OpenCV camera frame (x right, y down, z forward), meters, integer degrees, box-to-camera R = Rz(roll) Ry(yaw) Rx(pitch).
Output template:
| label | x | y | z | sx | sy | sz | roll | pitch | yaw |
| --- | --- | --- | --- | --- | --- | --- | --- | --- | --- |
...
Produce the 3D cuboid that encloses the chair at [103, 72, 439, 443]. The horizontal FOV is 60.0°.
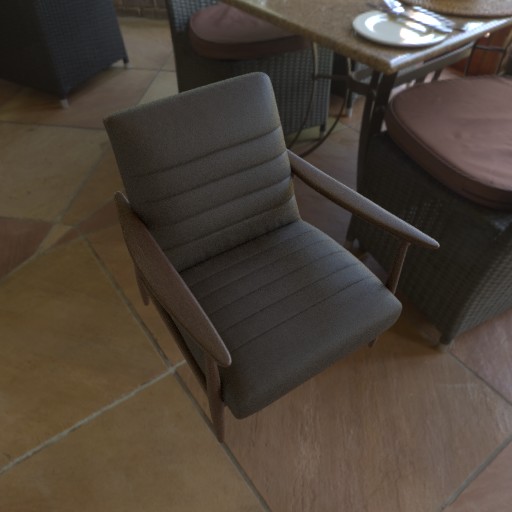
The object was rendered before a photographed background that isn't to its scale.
| label | x | y | z | sx | sy | sz | roll | pitch | yaw |
| --- | --- | --- | --- | --- | --- | --- | --- | --- | --- |
| chair | 0.000 | 0.000 | 1.439 | 0.741 | 0.831 | 0.798 | -25 | 51 | -23 |
